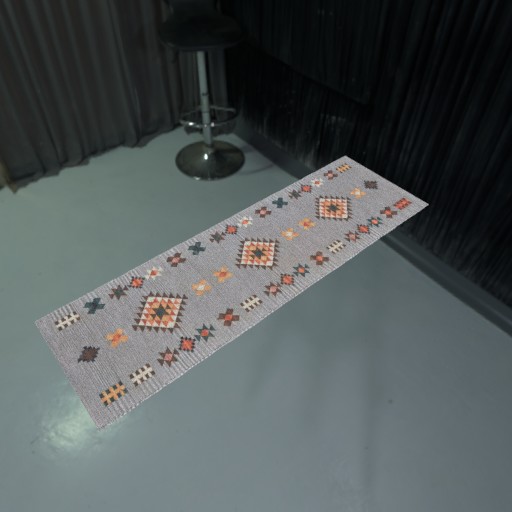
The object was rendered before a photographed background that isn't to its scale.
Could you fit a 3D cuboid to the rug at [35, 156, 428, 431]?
[{"bbox_3d":[0.000,0.000,2.694,2.432,0.008,0.766,-31,54,-26],"label":"rug"}]
